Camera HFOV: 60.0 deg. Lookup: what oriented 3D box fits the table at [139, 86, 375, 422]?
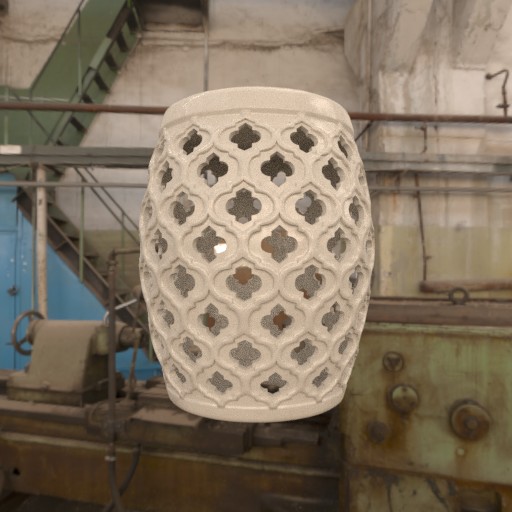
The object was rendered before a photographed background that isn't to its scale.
[{"bbox_3d":[0.000,0.000,0.631,0.325,0.388,0.325,0,-1,0],"label":"table"}]
